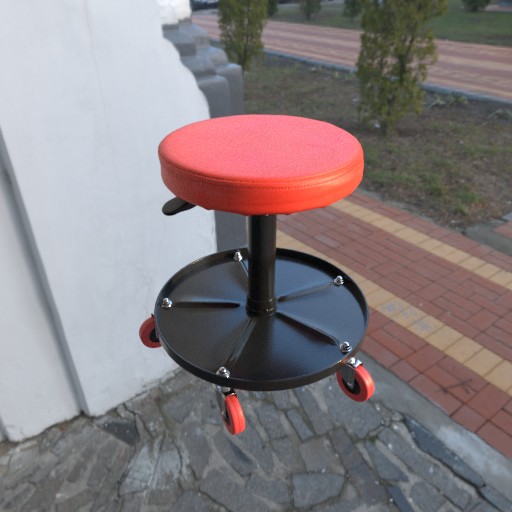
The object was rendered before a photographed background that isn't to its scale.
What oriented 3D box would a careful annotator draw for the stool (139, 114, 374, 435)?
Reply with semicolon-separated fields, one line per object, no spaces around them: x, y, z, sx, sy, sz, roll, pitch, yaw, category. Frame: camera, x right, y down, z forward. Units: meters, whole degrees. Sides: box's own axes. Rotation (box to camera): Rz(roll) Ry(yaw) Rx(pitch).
0.000;0.000;0.686;0.382;0.365;0.381;-11;34;-17;stool
